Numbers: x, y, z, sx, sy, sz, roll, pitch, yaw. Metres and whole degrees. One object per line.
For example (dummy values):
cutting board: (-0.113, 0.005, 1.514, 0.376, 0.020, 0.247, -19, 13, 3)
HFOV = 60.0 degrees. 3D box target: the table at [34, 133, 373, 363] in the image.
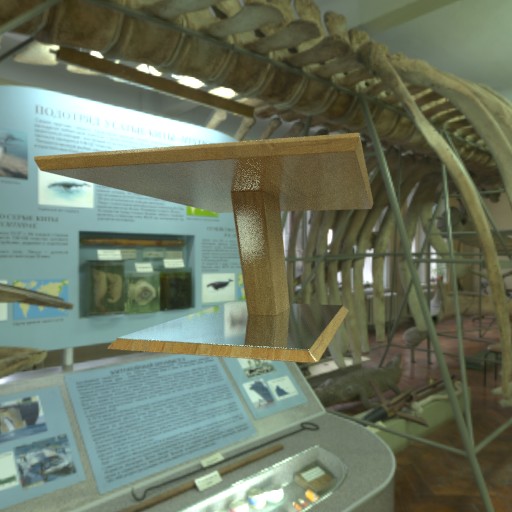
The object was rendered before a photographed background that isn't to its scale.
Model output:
table: (0.000, 0.000, 1.400, 0.692, 0.441, 1.100, 0, 0, 16)
